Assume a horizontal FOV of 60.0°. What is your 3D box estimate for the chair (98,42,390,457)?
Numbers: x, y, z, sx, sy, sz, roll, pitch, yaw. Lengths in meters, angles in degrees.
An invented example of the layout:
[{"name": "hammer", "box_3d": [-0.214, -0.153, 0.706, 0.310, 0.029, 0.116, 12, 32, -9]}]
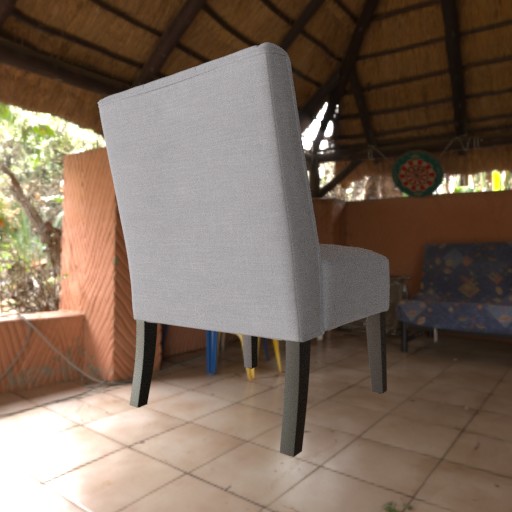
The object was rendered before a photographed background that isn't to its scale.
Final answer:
[{"name": "chair", "box_3d": [0.000, 0.000, 1.275, 0.569, 0.853, 0.676, 0, 0, 36]}]
